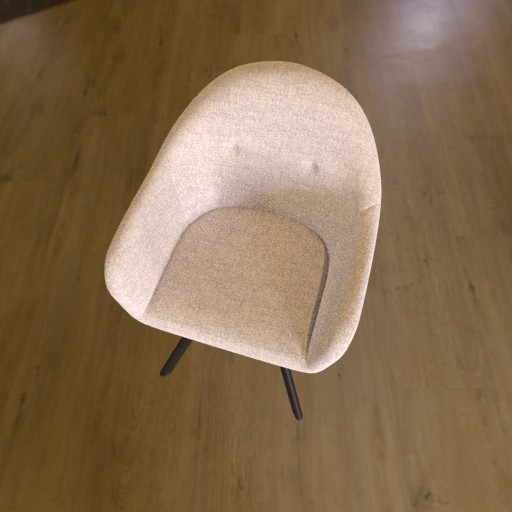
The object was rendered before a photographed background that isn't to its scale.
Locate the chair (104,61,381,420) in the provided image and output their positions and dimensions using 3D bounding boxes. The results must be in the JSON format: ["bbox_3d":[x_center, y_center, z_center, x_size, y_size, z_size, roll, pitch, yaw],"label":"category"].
[{"bbox_3d":[0.000,0.000,1.161,0.540,0.780,0.570,15,60,9],"label":"chair"}]
